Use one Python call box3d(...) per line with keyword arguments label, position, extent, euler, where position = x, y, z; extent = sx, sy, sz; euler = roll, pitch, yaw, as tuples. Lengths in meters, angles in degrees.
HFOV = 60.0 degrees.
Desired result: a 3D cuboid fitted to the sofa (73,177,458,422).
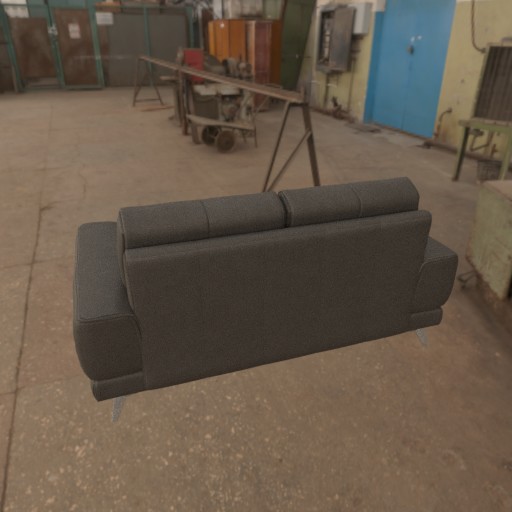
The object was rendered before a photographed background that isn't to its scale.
box3d(label="sofa", position=(0.000, 0.000, 2.347), extent=(1.806, 0.907, 1.018), euler=(-9, 28, -17))
